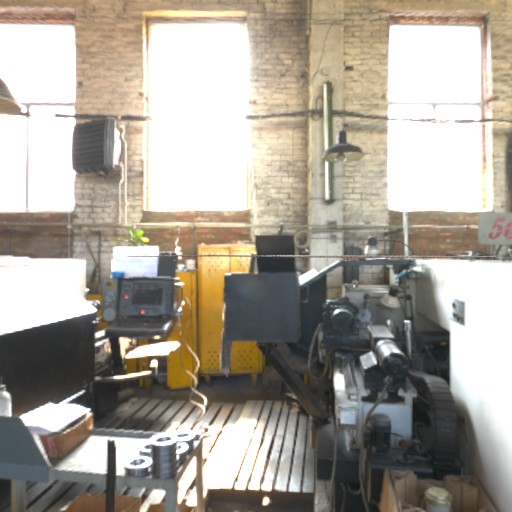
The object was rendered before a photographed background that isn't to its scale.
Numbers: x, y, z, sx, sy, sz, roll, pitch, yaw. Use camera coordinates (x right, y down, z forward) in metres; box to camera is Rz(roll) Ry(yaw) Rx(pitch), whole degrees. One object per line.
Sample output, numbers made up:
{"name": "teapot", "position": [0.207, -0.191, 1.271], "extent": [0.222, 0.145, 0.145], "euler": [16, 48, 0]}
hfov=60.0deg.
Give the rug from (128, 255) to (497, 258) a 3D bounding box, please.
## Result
{"name": "rug", "position": [0.000, 0.000, 2.500], "extent": [0.697, 0.013, 2.335], "euler": [0, 0, -35]}
